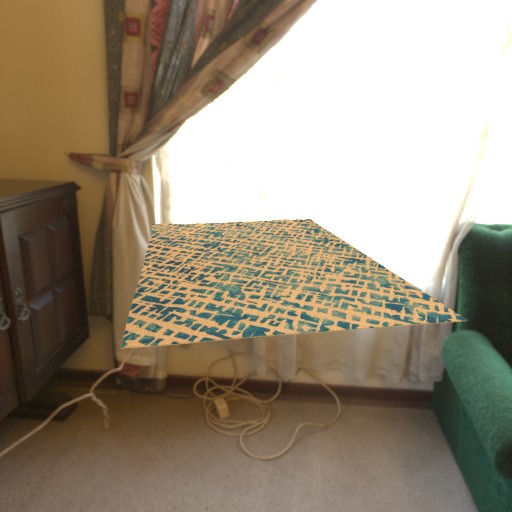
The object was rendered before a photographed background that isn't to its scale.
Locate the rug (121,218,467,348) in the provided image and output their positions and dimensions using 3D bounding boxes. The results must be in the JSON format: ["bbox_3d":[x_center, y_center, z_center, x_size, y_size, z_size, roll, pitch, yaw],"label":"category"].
[{"bbox_3d":[0.000,0.000,3.044,1.520,0.011,2.447,-3,16,-10],"label":"rug"}]
